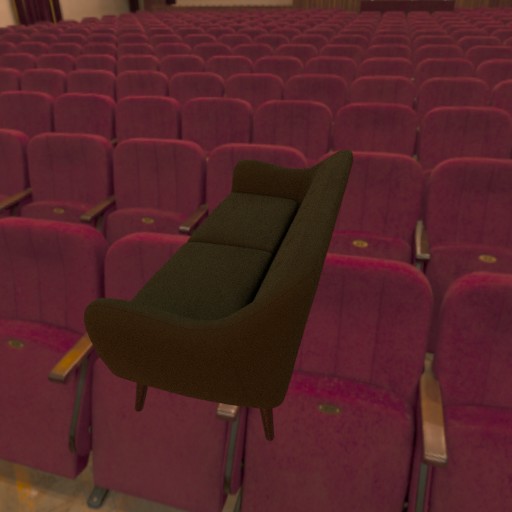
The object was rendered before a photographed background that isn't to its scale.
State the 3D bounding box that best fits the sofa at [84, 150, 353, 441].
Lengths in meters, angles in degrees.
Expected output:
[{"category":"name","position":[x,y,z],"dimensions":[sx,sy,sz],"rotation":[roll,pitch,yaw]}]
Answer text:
[{"category":"sofa","position":[0.000,0.000,2.322],"dimensions":[0.820,0.836,1.840],"rotation":[8,30,14]}]
